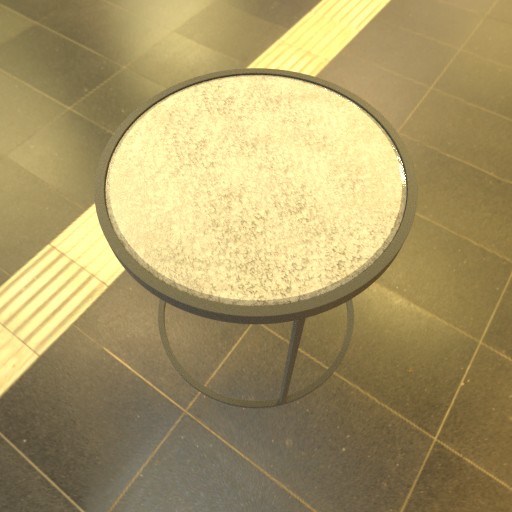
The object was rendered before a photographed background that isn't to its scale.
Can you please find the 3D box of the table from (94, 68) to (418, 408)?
[{"bbox_3d":[0.000,0.000,0.867,0.470,0.498,0.470,0,59,0],"label":"table"}]
